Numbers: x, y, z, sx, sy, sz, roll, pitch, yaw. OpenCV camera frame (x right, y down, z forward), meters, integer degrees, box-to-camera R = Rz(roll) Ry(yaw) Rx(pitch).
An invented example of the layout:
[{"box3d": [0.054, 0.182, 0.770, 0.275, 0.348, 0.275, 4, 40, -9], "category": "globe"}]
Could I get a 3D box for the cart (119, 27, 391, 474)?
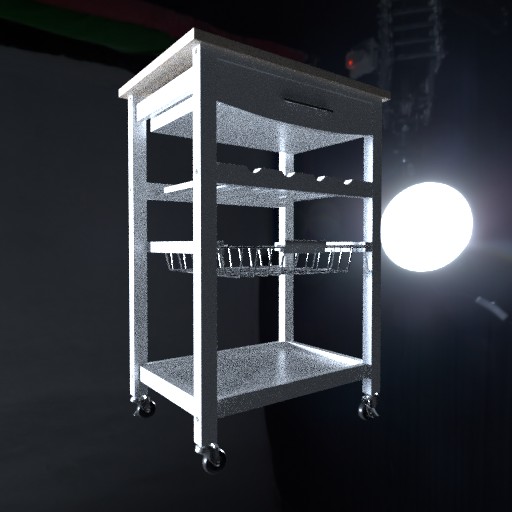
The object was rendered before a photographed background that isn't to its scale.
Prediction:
[{"box3d": [0.000, 0.000, 1.158, 0.578, 0.857, 0.406, -1, 2, -36], "category": "cart"}]
